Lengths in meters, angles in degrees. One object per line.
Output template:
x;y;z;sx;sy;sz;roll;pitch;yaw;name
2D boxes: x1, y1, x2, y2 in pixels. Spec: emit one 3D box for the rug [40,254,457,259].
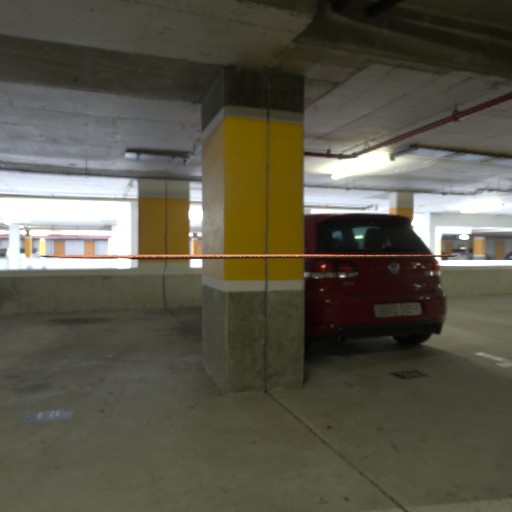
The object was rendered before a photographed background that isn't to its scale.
0.000;0.000;2.205;1.747;0.011;1.139;0;0;-38;rug
